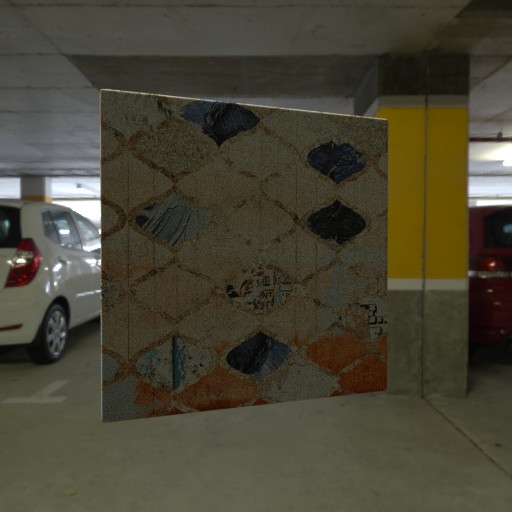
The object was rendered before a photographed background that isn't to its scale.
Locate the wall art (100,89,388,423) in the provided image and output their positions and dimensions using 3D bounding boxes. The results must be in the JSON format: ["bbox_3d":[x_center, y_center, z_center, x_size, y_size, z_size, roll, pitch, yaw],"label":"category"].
[{"bbox_3d":[0.000,0.000,0.768,0.507,0.508,0.038,0,1,-18],"label":"wall art"}]
